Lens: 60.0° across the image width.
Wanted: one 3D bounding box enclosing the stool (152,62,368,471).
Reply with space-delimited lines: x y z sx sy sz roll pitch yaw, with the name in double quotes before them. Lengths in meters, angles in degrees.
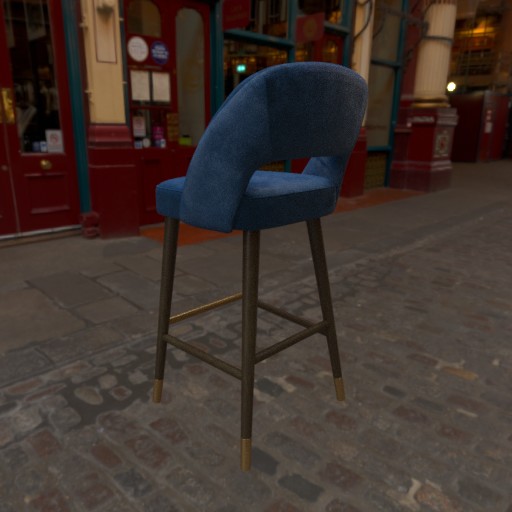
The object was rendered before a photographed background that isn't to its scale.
"stool" 0.000 0.000 1.315 0.514 1.016 0.515 -16 23 -43
